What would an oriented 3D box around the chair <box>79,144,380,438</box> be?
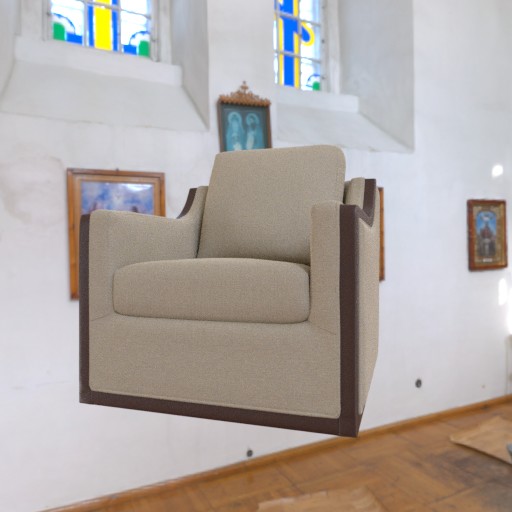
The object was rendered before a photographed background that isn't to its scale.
[{"bbox_3d":[0.000,0.000,1.663,0.870,0.930,0.950,0,0,18],"label":"chair"}]
